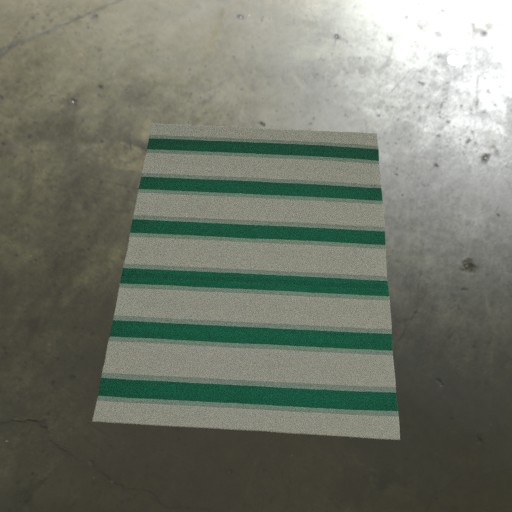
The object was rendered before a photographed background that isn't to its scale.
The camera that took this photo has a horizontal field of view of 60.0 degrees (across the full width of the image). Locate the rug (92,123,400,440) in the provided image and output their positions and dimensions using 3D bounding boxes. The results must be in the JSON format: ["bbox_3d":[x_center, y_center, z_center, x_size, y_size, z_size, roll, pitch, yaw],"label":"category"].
[{"bbox_3d":[0.000,0.000,4.126,2.434,0.019,3.041,3,65,1],"label":"rug"}]
